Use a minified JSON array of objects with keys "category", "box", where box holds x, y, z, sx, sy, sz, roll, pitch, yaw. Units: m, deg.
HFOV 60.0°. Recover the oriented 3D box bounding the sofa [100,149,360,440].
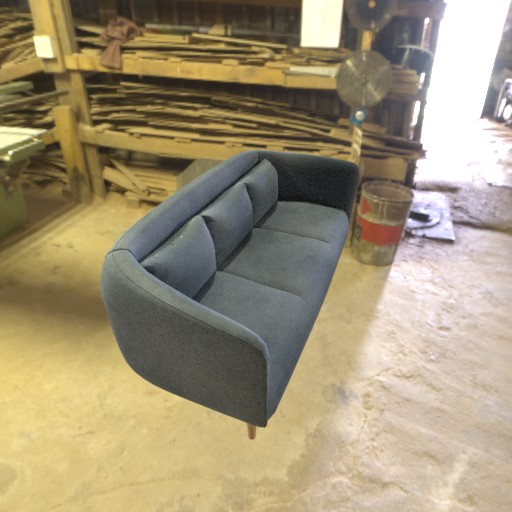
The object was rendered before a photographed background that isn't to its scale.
[{"category":"sofa","box":[0.000,0.000,2.527,0.849,0.795,2.095,10,30,17]}]
